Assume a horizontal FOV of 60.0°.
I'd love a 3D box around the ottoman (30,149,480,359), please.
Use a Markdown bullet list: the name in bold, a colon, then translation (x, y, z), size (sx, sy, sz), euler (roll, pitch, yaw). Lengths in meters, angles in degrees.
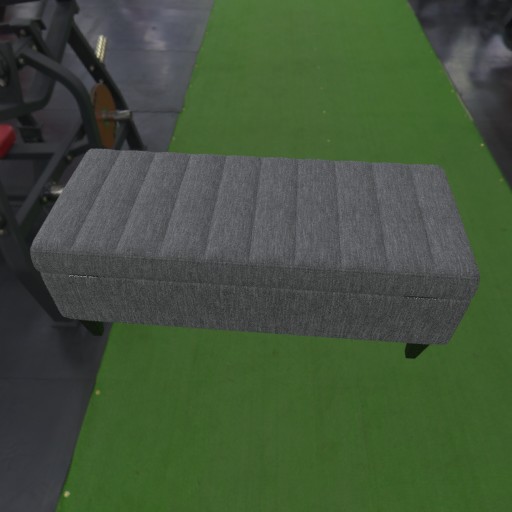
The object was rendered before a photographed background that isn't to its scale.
- **ottoman**: translation (0.000, 0.000, 1.409), size (1.151, 0.469, 0.482), euler (3, 47, 3)
